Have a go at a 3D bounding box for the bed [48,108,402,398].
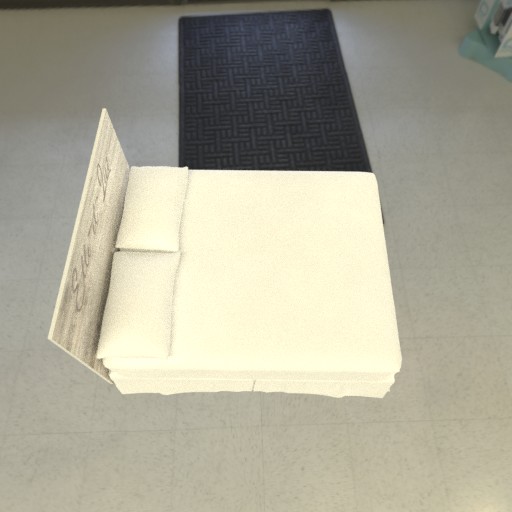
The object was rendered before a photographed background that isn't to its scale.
[{"bbox_3d":[0.000,0.000,3.227,2.094,1.335,1.745,1,62,0],"label":"bed"}]
